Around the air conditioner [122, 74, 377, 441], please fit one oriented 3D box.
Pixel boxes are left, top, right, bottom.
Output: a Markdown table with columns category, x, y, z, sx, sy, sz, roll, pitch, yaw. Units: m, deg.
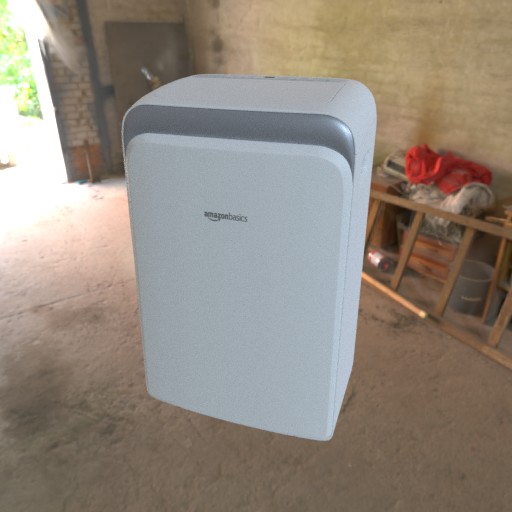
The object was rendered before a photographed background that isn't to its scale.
| category | x | y | z | sx | sy | sz | roll | pitch | yaw |
| --- | --- | --- | --- | --- | --- | --- | --- | --- | --- |
| air conditioner | 0.000 | 0.000 | 0.951 | 0.454 | 0.700 | 0.365 | 8 | 29 | 16 |
